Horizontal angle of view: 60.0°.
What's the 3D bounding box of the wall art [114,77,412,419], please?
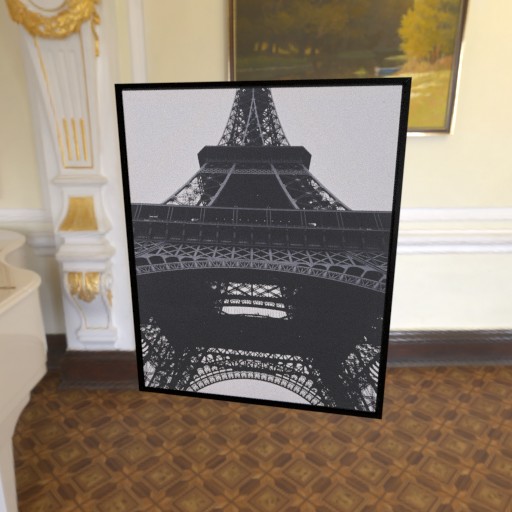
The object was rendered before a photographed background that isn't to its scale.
[{"bbox_3d":[0.000,0.000,0.752,0.451,0.553,0.039,3,16,11],"label":"wall art"}]
